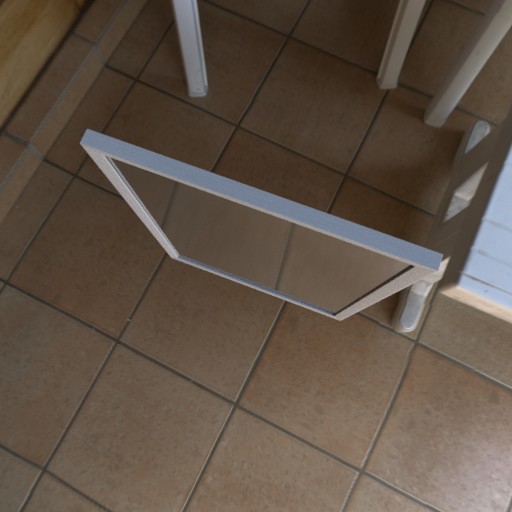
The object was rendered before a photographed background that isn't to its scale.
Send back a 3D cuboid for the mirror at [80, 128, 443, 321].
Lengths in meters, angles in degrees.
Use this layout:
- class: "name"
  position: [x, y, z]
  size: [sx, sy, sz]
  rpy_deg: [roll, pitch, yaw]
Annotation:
- class: "mirror"
  position: [0.000, 0.000, 1.379]
  size: [0.762, 1.016, 0.040]
  rpy_deg: [20, 77, 5]
